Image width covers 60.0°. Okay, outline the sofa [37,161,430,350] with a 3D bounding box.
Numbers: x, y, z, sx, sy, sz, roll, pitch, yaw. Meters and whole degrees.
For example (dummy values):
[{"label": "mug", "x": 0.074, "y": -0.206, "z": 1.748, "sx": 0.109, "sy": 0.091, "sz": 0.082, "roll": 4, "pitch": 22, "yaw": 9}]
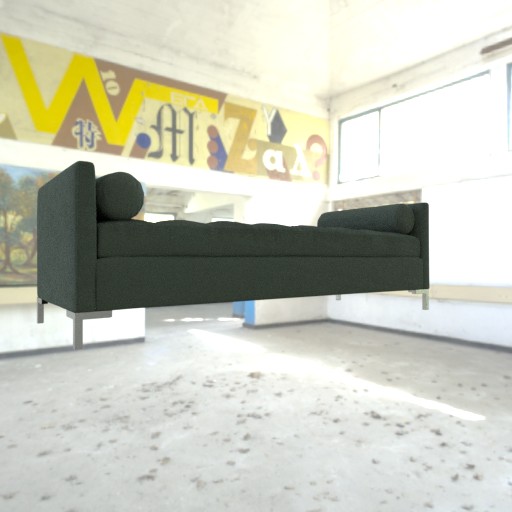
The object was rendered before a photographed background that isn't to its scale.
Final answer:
[{"label": "sofa", "x": 0.000, "y": 0.000, "z": 2.444, "sx": 2.102, "sy": 0.657, "sz": 0.797, "roll": 0, "pitch": 0, "yaw": -35}]
